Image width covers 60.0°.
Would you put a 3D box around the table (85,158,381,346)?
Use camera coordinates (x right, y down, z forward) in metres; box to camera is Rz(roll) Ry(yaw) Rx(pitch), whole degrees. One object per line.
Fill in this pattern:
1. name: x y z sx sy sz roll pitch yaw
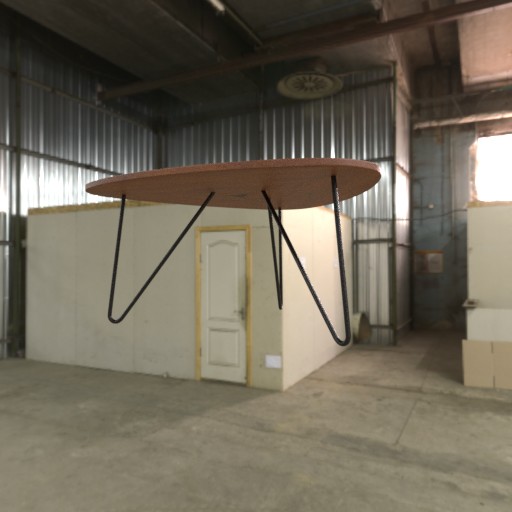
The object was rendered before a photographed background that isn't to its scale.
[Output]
1. table: 0.000 0.000 1.293 0.833 0.413 0.821 0 0 -35
